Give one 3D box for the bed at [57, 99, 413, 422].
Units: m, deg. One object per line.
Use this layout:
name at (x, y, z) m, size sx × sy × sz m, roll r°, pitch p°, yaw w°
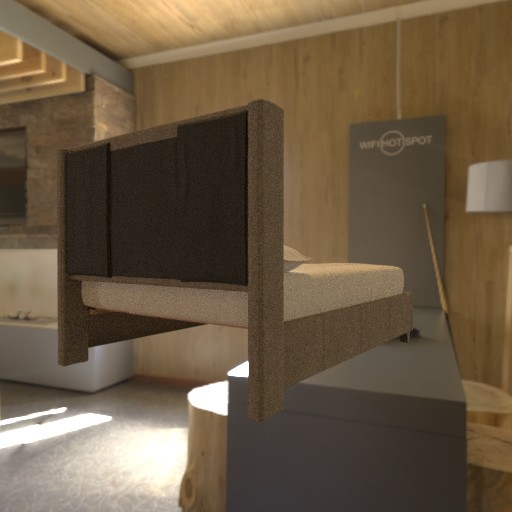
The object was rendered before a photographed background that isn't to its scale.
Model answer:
bed at (0.000, 0.000, 3.396) m, size 1.714 × 1.476 × 2.245 m, roll 1°, pitch 1°, yaw 36°
